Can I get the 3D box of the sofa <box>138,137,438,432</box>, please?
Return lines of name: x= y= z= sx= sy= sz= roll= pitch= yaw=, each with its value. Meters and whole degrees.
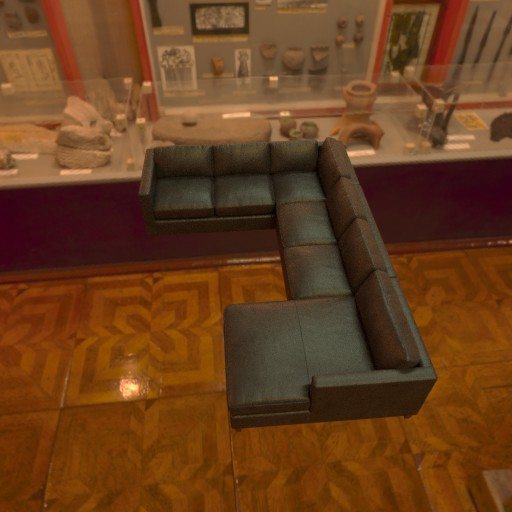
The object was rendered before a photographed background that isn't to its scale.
sofa: x=0.000 y=0.000 z=4.564 sx=2.452 sy=0.891 sz=3.324 roll=-3 pitch=46 yaw=-3
